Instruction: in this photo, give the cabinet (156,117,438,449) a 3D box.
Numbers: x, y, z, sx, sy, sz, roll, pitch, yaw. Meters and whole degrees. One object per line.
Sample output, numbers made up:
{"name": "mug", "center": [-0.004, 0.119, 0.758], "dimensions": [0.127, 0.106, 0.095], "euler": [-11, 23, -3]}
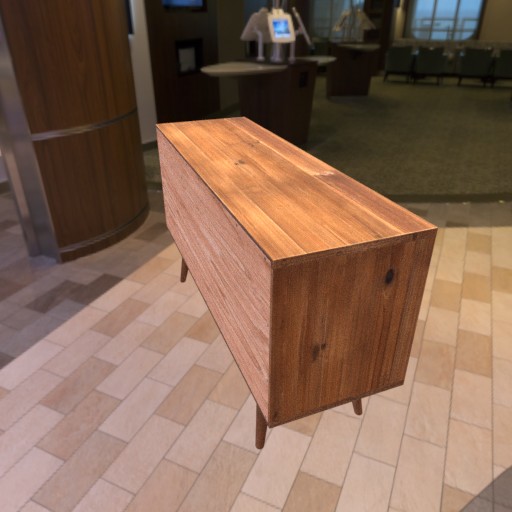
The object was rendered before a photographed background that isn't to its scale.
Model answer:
{"name": "cabinet", "center": [0.000, 0.000, 1.800], "dimensions": [0.472, 0.800, 1.400], "euler": [-11, 31, -19]}
